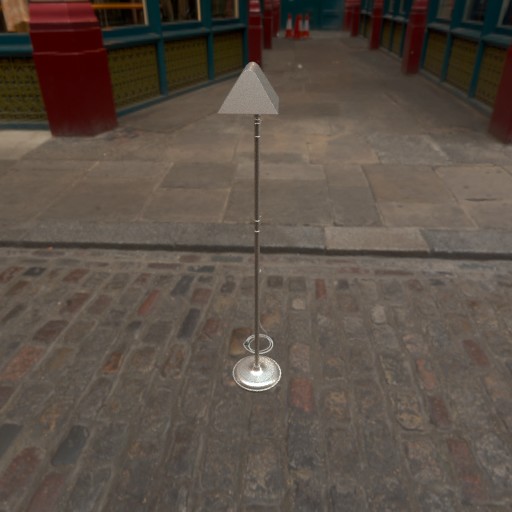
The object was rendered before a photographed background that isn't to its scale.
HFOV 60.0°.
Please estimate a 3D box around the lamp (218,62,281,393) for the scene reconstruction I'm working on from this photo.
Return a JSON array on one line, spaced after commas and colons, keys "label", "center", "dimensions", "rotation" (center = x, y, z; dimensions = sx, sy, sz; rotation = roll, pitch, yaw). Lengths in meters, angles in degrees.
[{"label": "lamp", "center": [0.000, 0.000, 1.884], "dimensions": [0.256, 1.571, 0.813], "rotation": [2, 31, 3]}]
